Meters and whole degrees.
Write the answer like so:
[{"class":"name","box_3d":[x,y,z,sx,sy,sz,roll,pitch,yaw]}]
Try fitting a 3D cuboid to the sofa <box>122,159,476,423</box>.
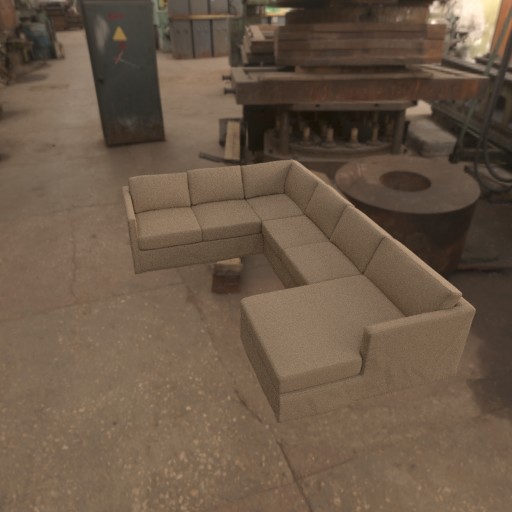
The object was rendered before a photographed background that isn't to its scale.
[{"class":"sofa","box_3d":[0.000,0.000,4.560,2.427,0.882,3.460,-9,32,-15]}]
